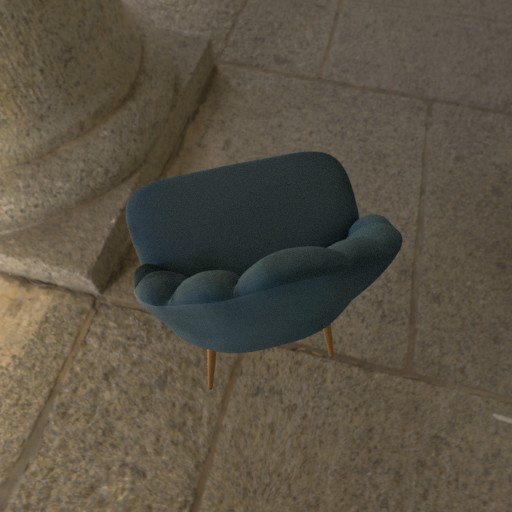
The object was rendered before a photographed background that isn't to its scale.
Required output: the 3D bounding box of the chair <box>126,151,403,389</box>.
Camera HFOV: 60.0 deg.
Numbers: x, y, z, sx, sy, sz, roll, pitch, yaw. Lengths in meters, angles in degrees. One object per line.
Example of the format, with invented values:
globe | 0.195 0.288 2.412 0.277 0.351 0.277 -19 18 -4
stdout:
chair | 0.000 0.000 1.234 0.657 0.819 0.599 -13 60 -7
